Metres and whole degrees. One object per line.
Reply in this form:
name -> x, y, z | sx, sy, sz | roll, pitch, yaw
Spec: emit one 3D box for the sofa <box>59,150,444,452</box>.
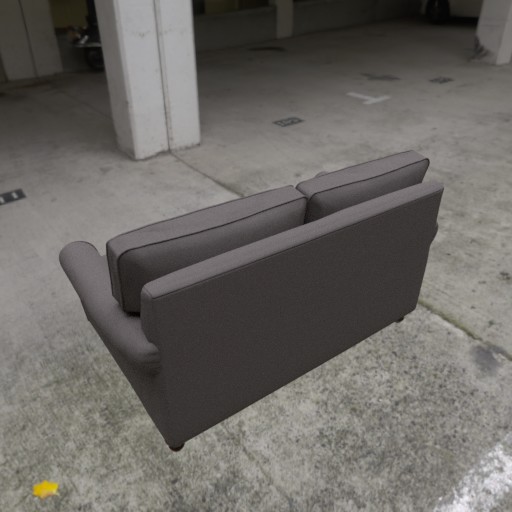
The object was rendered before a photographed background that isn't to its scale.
sofa -> 0.000, 0.000, 2.168 | 1.665, 0.937, 0.964 | -20, 37, -30
